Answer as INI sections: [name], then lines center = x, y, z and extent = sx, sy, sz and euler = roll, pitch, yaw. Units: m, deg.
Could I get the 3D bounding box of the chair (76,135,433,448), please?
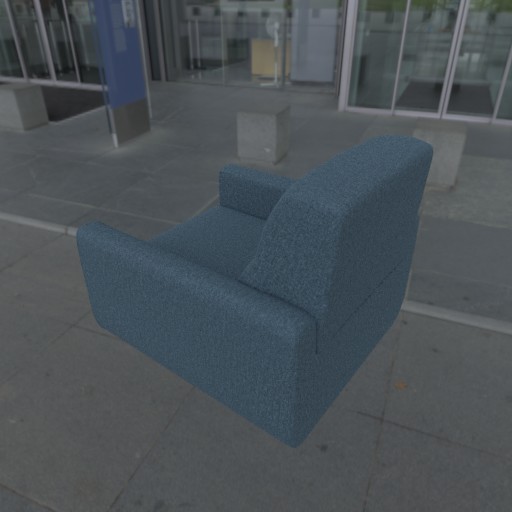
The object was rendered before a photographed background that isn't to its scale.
[chair]
center = 0.000, 0.000, 1.670
extent = 0.964, 0.940, 0.880
euler = 21, 37, 31
